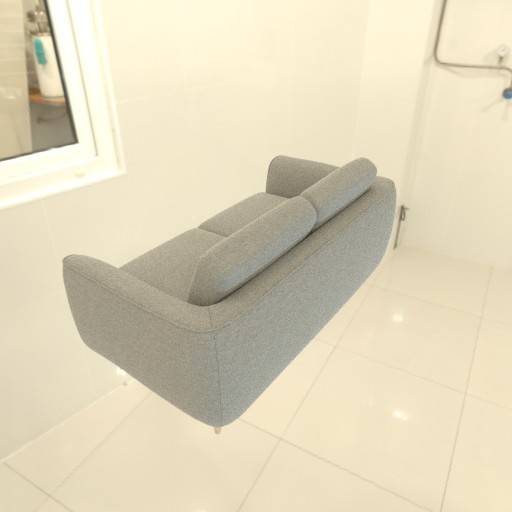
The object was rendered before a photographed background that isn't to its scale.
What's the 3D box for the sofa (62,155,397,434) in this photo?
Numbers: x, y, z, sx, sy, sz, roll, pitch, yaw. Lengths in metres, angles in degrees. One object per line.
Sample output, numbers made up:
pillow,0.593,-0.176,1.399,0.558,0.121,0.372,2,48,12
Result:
sofa,0.000,0.000,2.297,0.920,0.850,1.700,21,37,30
